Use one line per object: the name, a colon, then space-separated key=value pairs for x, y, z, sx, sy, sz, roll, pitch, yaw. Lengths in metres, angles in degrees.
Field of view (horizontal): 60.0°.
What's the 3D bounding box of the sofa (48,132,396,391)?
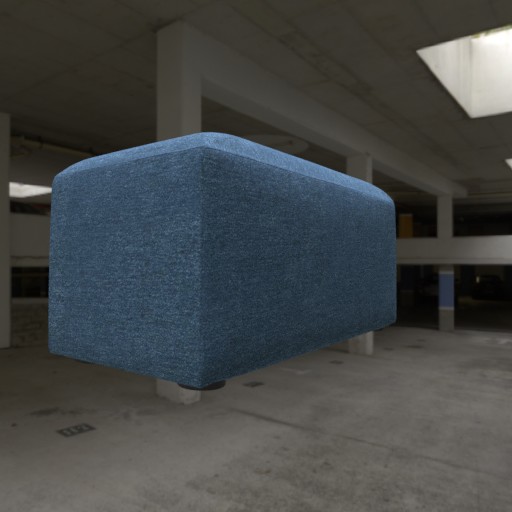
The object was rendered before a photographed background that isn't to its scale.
sofa: x=0.000 y=0.000 z=1.213 sx=0.480 sy=0.470 sz=0.930 roll=0 pitch=0 yaw=36
